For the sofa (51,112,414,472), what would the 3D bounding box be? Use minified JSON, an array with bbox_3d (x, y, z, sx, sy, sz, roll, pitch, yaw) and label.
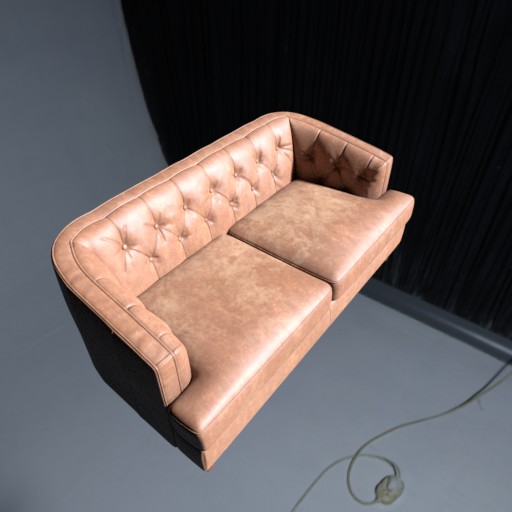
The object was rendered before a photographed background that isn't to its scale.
[{"bbox_3d":[0.000,0.000,2.203,0.914,0.786,1.755,27,48,27],"label":"sofa"}]
